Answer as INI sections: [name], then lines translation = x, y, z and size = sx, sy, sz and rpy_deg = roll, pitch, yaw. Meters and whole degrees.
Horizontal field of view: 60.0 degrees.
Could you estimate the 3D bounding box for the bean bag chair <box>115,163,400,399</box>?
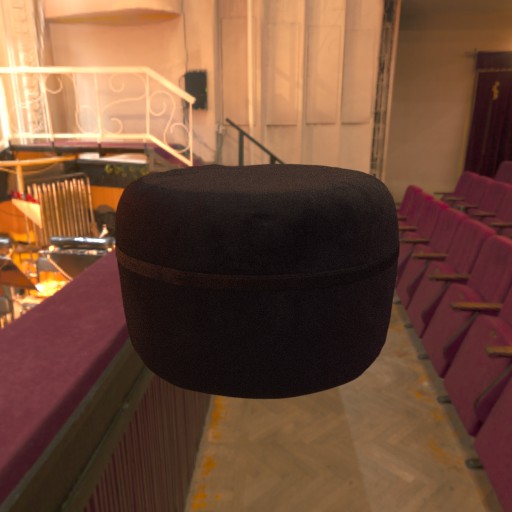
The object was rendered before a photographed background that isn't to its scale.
[bean bag chair]
translation = 0.000, 0.000, 1.986
size = 1.219, 0.762, 1.219
rpy_deg = 0, 16, 0
